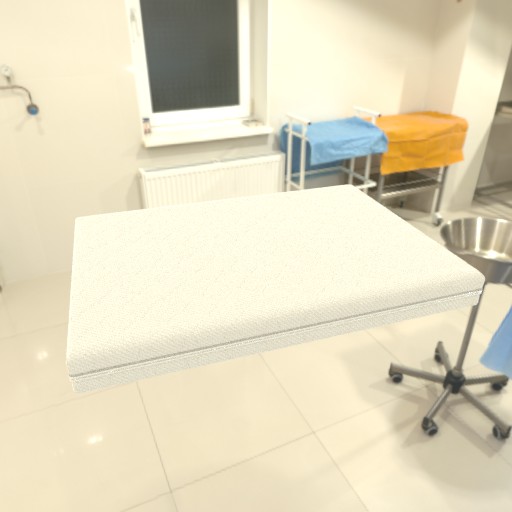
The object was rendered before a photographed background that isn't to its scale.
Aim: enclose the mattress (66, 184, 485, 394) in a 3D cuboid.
[{"bbox_3d":[0.000,0.000,2.580,2.000,0.200,1.400,-9,31,-16],"label":"mattress"}]
